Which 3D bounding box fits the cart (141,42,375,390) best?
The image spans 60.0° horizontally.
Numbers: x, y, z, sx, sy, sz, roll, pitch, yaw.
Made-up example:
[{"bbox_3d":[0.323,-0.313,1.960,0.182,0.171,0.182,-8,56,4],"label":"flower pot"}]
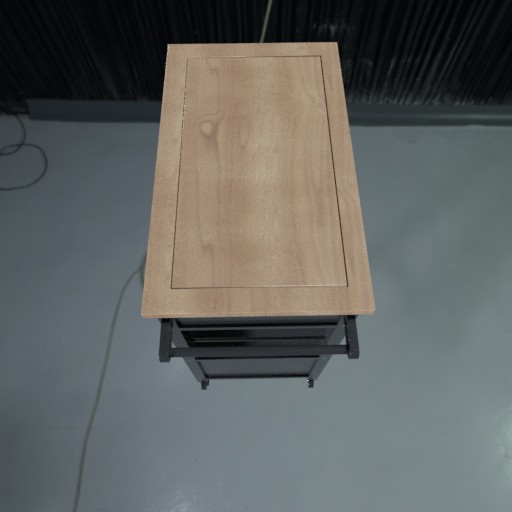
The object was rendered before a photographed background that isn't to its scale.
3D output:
[{"bbox_3d":[0.000,0.000,1.417,0.459,0.901,0.840,-1,64,0],"label":"cart"}]
